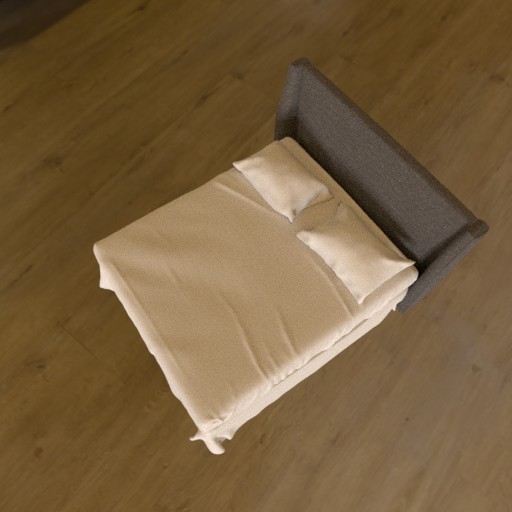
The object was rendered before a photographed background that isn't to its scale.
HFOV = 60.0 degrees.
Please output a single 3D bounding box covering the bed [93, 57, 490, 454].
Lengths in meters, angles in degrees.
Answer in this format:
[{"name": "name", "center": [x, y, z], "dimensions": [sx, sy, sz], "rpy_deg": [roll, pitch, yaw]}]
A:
[{"name": "bed", "center": [0.000, 0.000, 3.393], "dimensions": [2.276, 1.332, 1.925], "rpy_deg": [-32, 68, -15]}]
